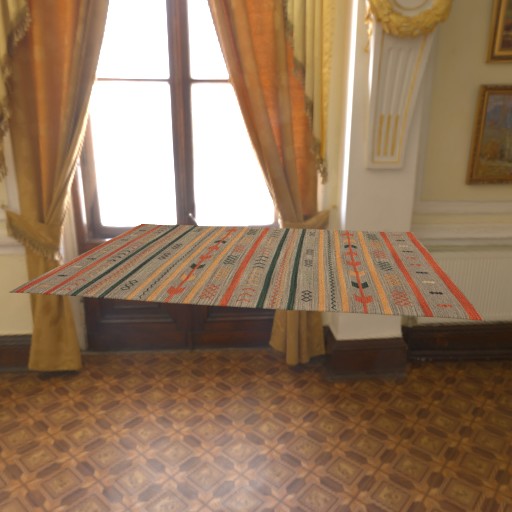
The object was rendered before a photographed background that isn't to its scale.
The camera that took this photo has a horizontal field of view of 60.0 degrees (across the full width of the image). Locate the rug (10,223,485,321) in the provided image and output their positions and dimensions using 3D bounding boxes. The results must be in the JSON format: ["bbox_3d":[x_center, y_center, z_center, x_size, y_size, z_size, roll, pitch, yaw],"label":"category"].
[{"bbox_3d":[0.000,0.000,3.836,3.029,0.022,2.263,2,16,8],"label":"rug"}]
